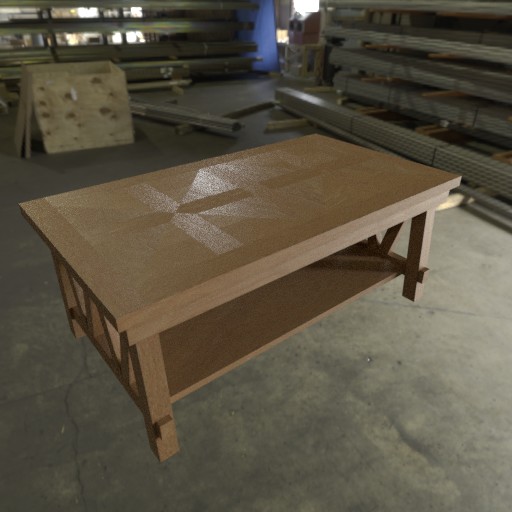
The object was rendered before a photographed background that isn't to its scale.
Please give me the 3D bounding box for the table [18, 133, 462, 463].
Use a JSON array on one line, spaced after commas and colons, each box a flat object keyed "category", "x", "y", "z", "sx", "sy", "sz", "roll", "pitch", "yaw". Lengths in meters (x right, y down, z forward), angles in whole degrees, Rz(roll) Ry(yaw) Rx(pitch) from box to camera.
[{"category": "table", "x": 0.000, "y": 0.000, "z": 1.570, "sx": 1.270, "sy": 0.507, "sz": 0.711, "roll": -22, "pitch": 37, "yaw": -33}]
